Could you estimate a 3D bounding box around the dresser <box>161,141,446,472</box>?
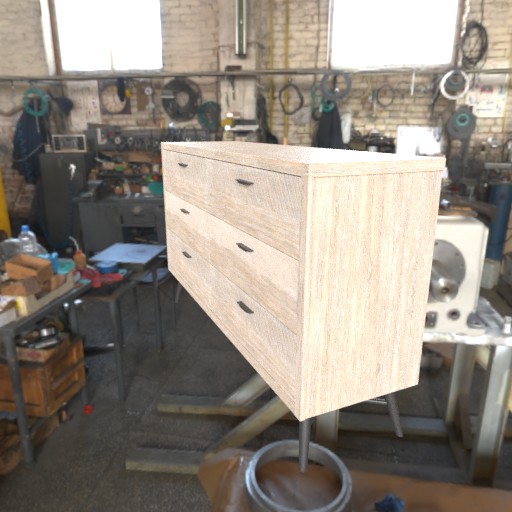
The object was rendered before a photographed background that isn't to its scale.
[{"bbox_3d":[0.000,0.000,1.926,0.457,0.914,1.524,-7,18,-24],"label":"dresser"}]
